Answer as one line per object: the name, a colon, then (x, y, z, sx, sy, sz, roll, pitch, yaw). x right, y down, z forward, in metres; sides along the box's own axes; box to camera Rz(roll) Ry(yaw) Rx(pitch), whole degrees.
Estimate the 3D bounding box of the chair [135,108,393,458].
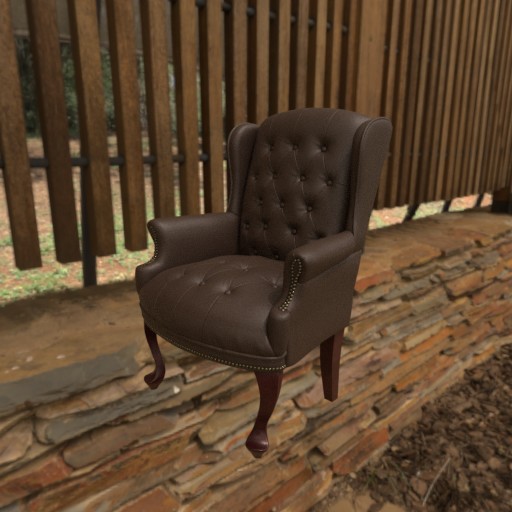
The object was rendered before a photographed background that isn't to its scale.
chair: (0.000, 0.000, 1.735, 0.829, 1.132, 0.819, 14, 20, 42)
